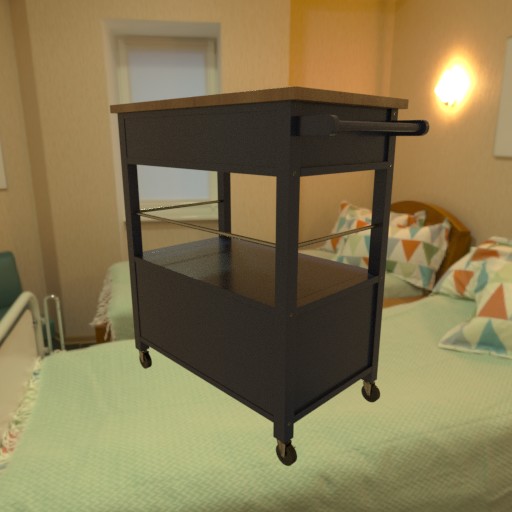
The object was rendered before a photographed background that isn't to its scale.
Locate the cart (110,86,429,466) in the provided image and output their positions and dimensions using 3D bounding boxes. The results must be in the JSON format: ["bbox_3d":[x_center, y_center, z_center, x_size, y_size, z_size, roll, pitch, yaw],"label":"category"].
[{"bbox_3d":[0.000,0.000,1.368,0.459,0.901,0.840,-14,21,-42],"label":"cart"}]
